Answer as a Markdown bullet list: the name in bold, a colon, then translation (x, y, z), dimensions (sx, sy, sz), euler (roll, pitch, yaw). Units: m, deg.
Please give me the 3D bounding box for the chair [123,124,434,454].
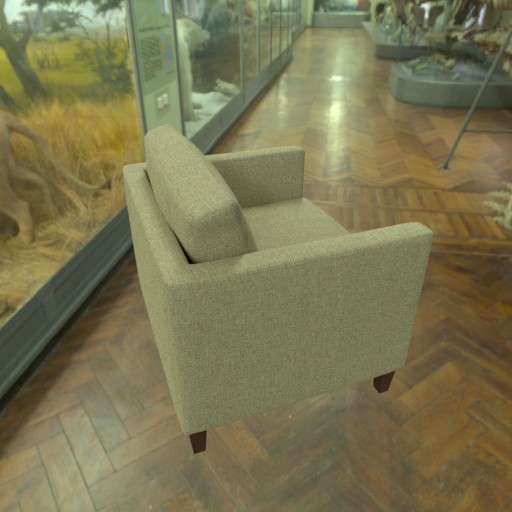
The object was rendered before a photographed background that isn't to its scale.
- **chair**: translation (0.000, 0.000, 1.933), dimensions (0.959, 0.987, 1.107), euler (-11, 32, -18)
